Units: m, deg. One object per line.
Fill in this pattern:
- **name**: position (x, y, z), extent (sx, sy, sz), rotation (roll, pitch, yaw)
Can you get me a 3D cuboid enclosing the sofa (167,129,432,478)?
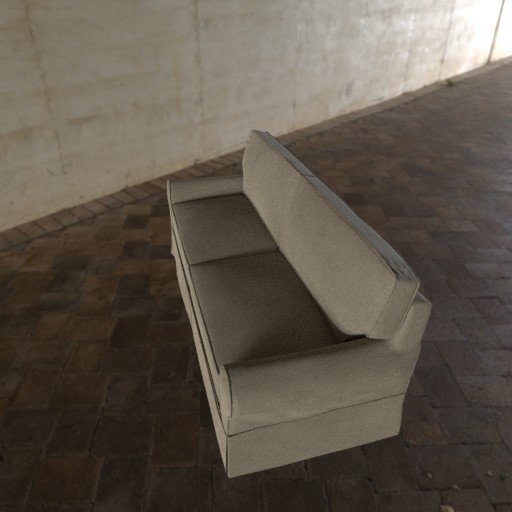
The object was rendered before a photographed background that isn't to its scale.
- **sofa**: position (0.000, 0.000, 2.706), extent (0.900, 1.014, 2.246), rotation (-8, 33, -13)
